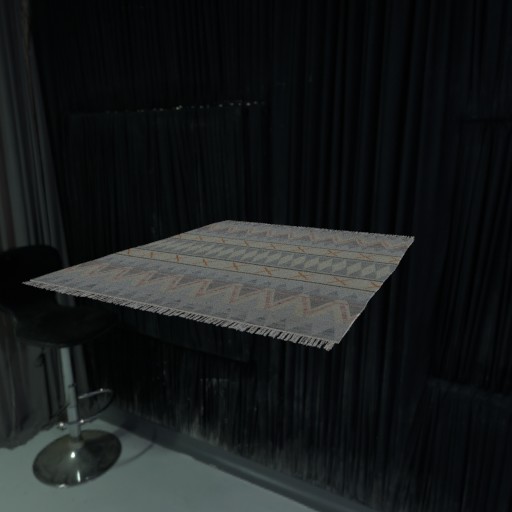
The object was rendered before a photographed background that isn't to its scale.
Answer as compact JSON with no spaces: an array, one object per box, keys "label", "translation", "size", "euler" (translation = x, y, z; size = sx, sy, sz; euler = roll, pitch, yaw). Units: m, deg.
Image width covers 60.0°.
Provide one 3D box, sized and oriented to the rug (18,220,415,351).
[{"label":"rug","translation":[0.000,0.000,3.970],"size":[2.371,0.012,3.000],"euler":[7,16,26]}]
